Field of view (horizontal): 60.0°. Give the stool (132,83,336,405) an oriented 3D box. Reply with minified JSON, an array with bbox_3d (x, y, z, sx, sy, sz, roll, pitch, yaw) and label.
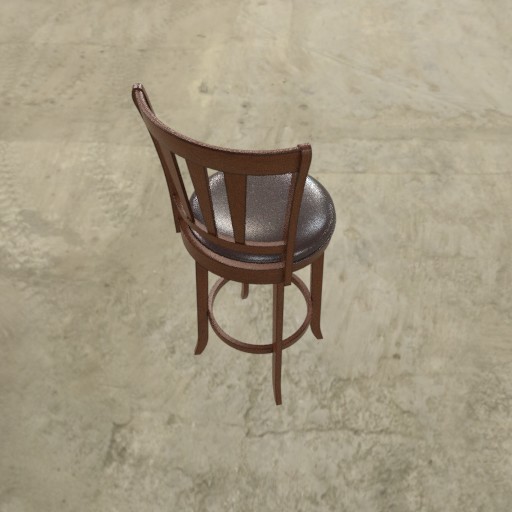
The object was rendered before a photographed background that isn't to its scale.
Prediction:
[{"bbox_3d":[0.000,0.000,1.441,0.464,1.177,0.503,26,53,21],"label":"stool"}]
